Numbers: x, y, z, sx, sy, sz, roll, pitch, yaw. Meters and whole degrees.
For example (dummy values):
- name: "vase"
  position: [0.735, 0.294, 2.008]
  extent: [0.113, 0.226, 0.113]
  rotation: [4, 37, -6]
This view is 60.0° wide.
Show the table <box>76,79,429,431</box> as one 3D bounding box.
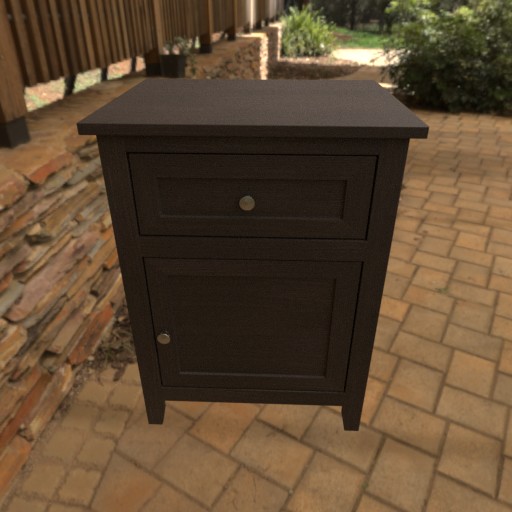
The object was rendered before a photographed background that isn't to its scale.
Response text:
- name: "table"
  position: [0.000, 0.000, 0.925]
  extent: [0.480, 0.635, 0.381]
  rotation: [1, 30, 2]
